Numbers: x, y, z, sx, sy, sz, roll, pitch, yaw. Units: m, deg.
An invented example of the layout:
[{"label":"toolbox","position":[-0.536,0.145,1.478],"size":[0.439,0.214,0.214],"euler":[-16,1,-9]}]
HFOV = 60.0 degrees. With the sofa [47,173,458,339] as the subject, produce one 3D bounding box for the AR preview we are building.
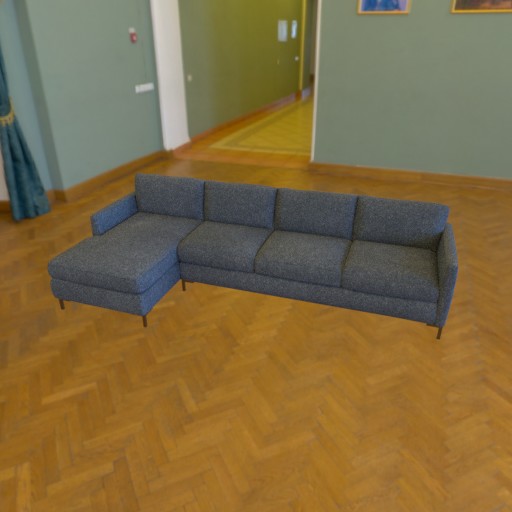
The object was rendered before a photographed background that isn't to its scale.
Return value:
[{"label":"sofa","position":[0.000,0.000,3.488],"size":[2.932,0.810,1.350],"euler":[9,28,16]}]
